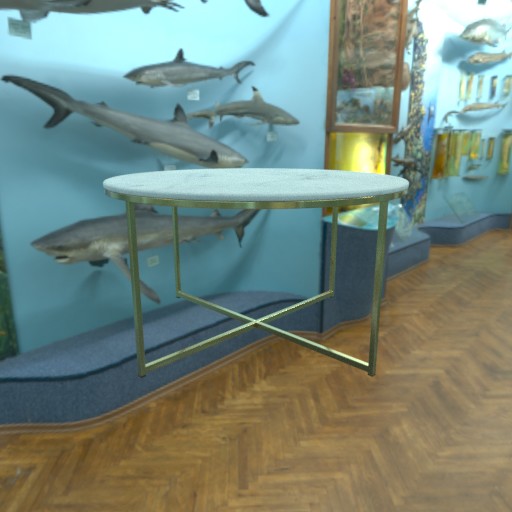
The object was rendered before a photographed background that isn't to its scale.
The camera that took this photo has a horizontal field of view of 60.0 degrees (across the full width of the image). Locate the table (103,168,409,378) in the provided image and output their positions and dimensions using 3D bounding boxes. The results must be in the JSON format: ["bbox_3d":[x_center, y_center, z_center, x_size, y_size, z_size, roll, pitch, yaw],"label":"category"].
[{"bbox_3d":[0.000,0.000,1.276,0.800,0.450,0.800,0,15,0],"label":"table"}]
